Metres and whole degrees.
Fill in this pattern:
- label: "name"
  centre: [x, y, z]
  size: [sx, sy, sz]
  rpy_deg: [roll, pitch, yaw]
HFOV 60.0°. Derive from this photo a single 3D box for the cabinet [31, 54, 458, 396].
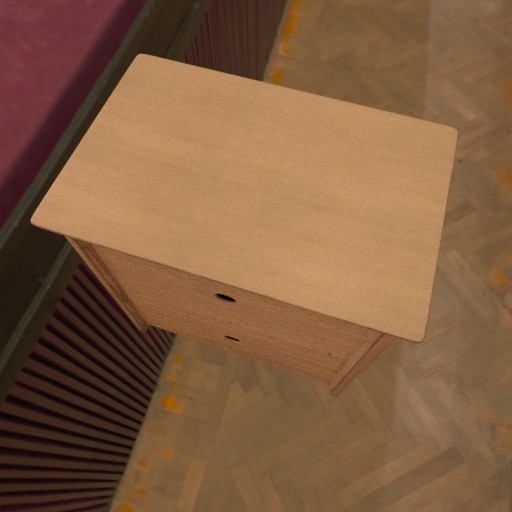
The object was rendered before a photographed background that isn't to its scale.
- label: "cabinet"
  centre: [0.000, 0.000, 1.247]
  size: [0.763, 0.762, 0.503]
  rpy_deg: [16, 65, 8]
